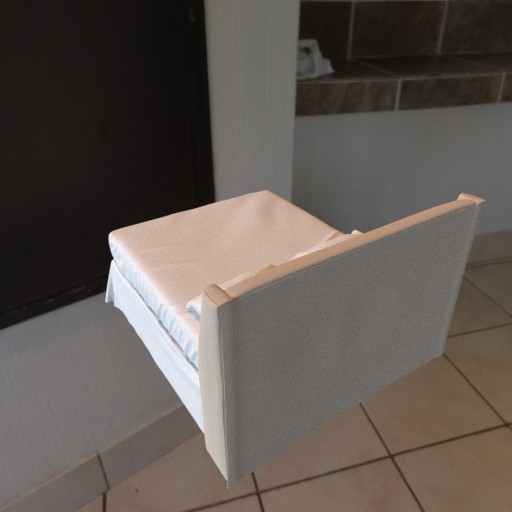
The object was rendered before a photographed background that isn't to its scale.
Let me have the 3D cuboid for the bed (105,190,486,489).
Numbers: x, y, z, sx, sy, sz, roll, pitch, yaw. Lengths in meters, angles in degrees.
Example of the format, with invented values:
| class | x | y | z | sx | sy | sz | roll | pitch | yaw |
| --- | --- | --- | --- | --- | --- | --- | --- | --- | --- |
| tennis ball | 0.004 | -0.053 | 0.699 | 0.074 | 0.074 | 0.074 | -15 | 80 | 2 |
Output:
| class | x | y | z | sx | sy | sz | roll | pitch | yaw |
| --- | --- | --- | --- | --- | --- | --- | --- | --- | --- |
| bed | 0.000 | 0.000 | 3.389 | 1.925 | 1.332 | 2.276 | -19 | 36 | -29 |
